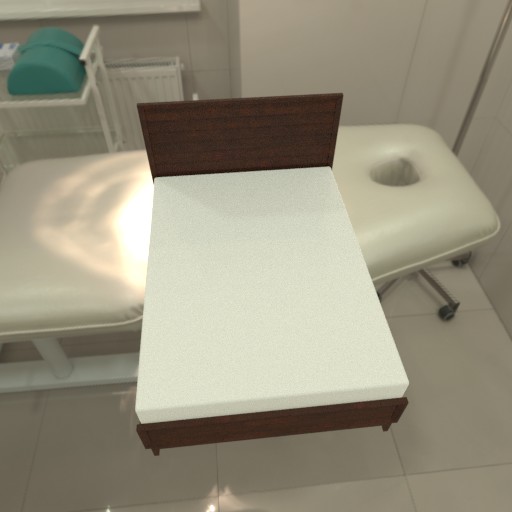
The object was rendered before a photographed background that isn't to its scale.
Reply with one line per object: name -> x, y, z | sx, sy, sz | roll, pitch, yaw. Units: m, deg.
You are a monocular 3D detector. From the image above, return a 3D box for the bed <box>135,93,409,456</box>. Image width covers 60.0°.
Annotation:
bed -> 0.000, 0.000, 3.170 | 1.600, 1.270, 2.184 | -4, 47, -4
